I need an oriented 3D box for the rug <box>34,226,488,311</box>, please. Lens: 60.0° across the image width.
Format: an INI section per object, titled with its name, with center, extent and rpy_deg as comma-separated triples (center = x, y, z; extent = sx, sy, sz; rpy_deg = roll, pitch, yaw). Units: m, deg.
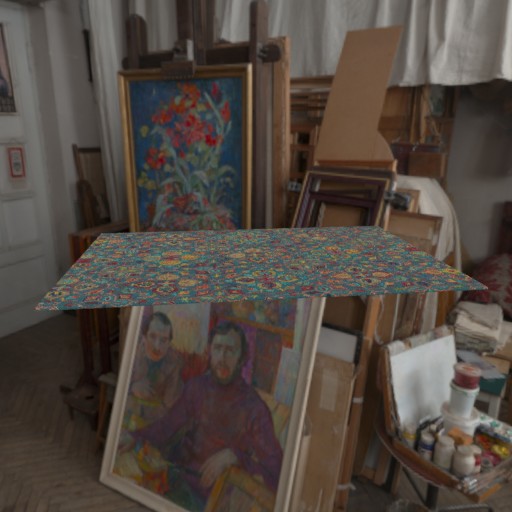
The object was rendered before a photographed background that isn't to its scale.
[rug]
center = 0.000, 0.000, 2.348
extent = 1.836, 0.014, 1.216
rpy_deg = -2, 16, -7
